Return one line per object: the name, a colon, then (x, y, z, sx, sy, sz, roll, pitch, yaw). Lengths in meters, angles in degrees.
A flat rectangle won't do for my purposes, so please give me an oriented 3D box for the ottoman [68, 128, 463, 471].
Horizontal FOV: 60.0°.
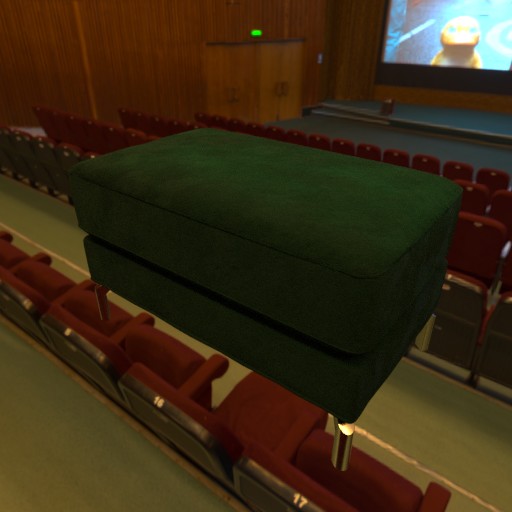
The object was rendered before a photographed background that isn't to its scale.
ottoman: (0.000, 0.000, 1.213, 0.886, 0.533, 0.536, 21, 36, 32)
